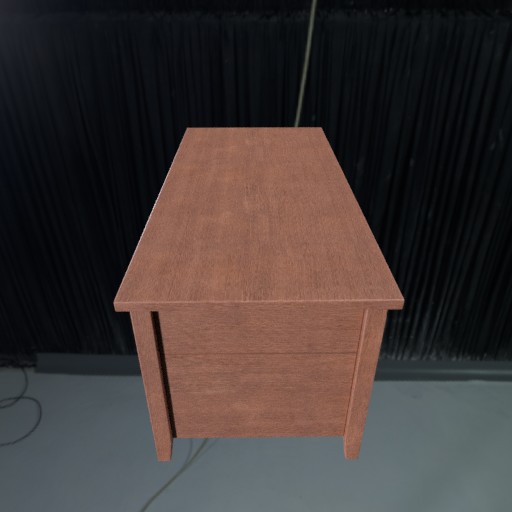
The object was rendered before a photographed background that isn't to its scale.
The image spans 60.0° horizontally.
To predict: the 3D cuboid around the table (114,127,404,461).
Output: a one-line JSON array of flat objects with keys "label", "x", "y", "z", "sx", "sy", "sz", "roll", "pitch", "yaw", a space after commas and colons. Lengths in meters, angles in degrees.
[{"label": "table", "x": 0.000, "y": 0.000, "z": 1.285, "sx": 0.483, "sy": 0.457, "sz": 1.016, "roll": 0, "pitch": 32, "yaw": -1}]
